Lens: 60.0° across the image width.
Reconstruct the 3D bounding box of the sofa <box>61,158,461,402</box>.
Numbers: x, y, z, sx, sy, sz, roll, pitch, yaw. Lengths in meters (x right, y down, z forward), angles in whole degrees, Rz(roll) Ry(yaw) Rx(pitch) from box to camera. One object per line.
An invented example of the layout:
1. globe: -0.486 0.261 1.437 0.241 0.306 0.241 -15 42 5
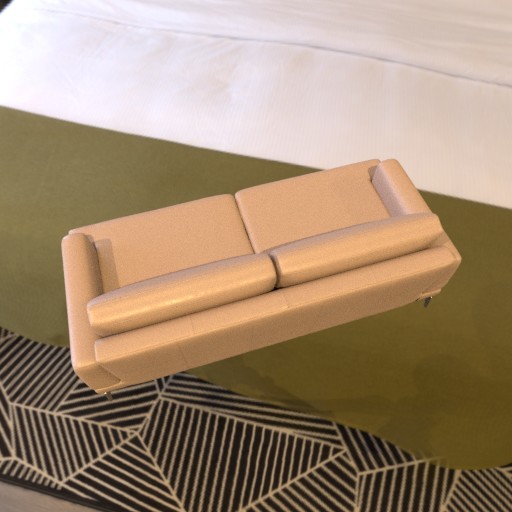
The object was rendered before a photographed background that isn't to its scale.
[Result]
1. sofa: 0.000 0.000 2.391 1.940 0.765 0.974 -15 59 -9
